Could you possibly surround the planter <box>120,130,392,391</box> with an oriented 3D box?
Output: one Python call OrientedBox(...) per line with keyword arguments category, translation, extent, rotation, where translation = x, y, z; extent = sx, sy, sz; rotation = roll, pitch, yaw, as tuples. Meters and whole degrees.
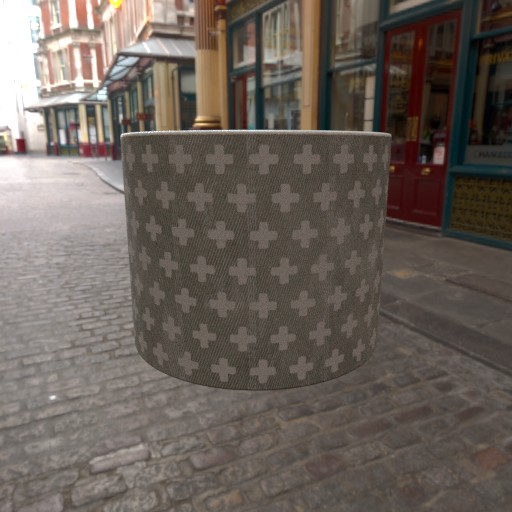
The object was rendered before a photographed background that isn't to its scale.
OrientedBox(category="planter", translation=(0.000, 0.000, 0.454), extent=(0.250, 0.239, 0.250), rotation=(0, 14, 0))
